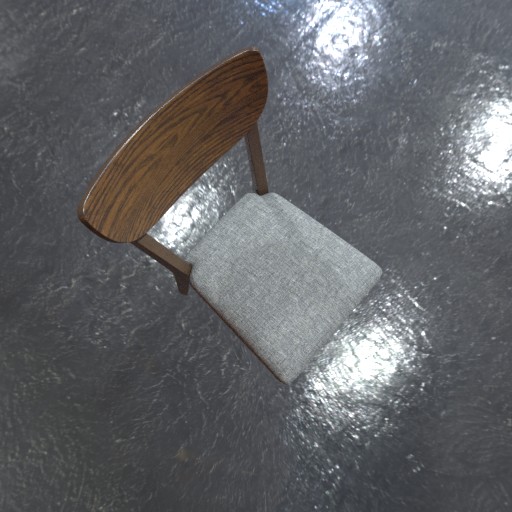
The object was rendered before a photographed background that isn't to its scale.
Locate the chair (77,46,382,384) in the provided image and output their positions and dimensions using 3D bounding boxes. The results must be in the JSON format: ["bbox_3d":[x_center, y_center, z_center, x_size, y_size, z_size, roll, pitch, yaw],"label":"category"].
[{"bbox_3d":[0.000,0.000,1.210,0.583,0.849,0.491,41,79,10],"label":"chair"}]
